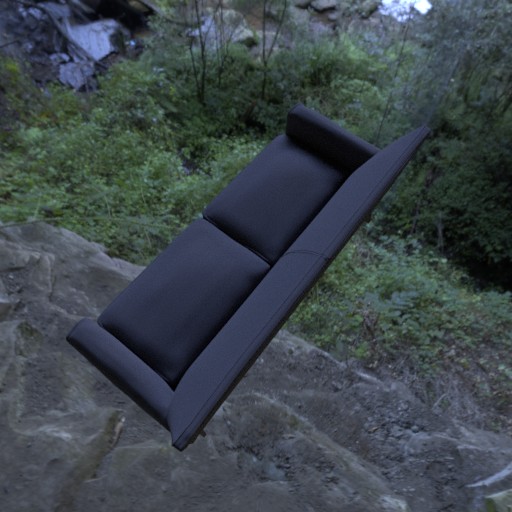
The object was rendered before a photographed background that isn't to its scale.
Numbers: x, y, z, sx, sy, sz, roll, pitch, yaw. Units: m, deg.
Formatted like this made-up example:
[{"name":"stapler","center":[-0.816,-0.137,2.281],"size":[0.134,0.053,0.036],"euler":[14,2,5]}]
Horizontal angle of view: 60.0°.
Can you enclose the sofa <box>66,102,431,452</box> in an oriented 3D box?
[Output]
[{"name":"sofa","center":[0.000,0.000,2.504],"size":[0.843,0.907,2.002],"euler":[34,68,16]}]
